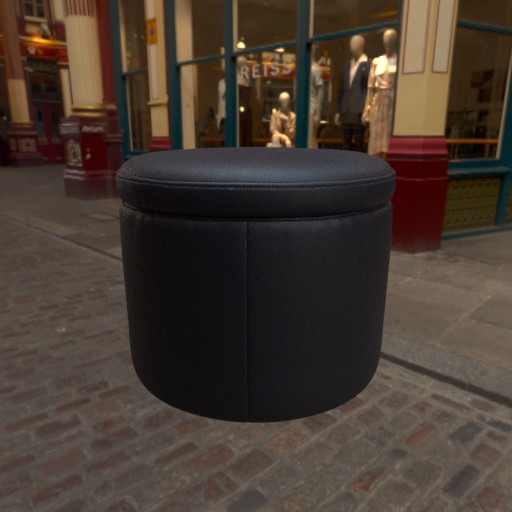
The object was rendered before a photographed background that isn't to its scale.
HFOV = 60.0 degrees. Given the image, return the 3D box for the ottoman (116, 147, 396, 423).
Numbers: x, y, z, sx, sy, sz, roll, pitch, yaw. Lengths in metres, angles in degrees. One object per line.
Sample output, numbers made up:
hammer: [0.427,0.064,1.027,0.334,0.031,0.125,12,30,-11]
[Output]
ottoman: [0.000,0.000,0.870,0.501,0.409,0.501,0,16,0]
